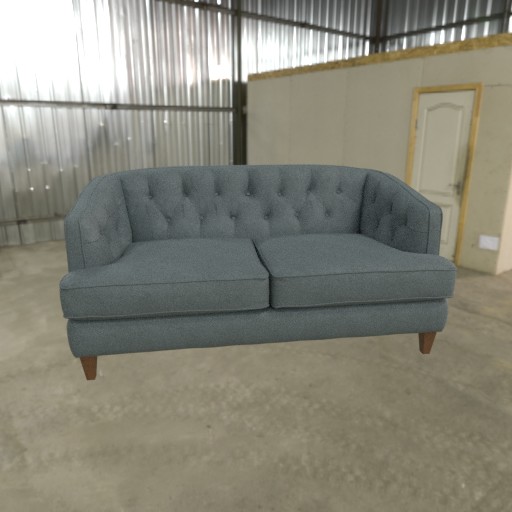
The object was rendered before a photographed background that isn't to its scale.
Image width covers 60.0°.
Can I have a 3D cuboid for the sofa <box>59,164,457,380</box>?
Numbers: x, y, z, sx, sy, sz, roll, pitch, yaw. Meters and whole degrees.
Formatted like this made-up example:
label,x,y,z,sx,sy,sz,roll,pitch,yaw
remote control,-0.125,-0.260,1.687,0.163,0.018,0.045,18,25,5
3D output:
label,x,y,z,sx,sy,sz,roll,pitch,yaw
sofa,0.000,0.000,2.293,1.733,0.855,0.941,-2,17,-8
